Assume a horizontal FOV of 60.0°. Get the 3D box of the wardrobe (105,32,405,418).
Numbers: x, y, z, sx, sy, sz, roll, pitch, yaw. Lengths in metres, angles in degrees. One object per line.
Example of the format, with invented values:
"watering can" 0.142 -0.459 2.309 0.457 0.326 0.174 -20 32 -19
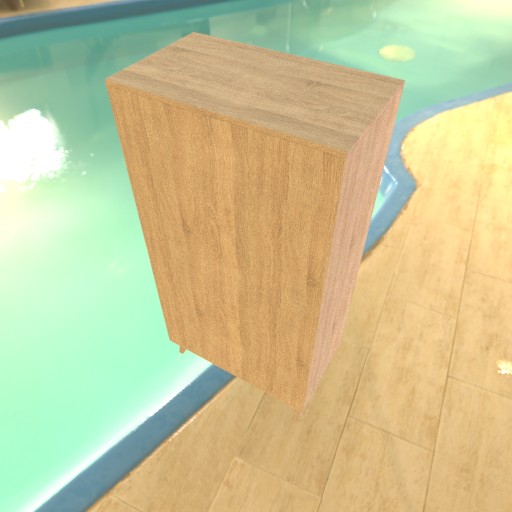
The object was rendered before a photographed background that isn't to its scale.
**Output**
"wardrobe" 0.000 0.000 2.410 1.000 1.960 0.600 23 50 21
